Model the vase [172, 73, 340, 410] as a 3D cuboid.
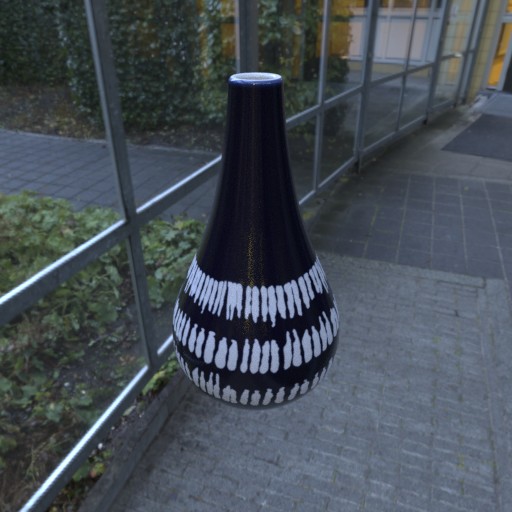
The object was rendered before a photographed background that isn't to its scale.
[{"bbox_3d":[0.000,0.000,0.388,0.159,0.295,0.159,0,30,0],"label":"vase"}]
